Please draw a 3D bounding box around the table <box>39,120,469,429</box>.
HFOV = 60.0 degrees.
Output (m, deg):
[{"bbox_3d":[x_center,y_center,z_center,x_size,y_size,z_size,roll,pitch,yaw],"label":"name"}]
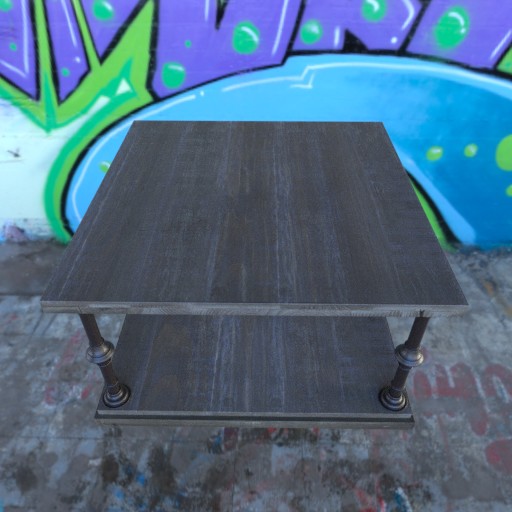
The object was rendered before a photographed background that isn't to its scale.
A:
[{"bbox_3d":[0.000,0.000,1.110,0.696,0.400,0.696,1,41,1],"label":"table"}]
